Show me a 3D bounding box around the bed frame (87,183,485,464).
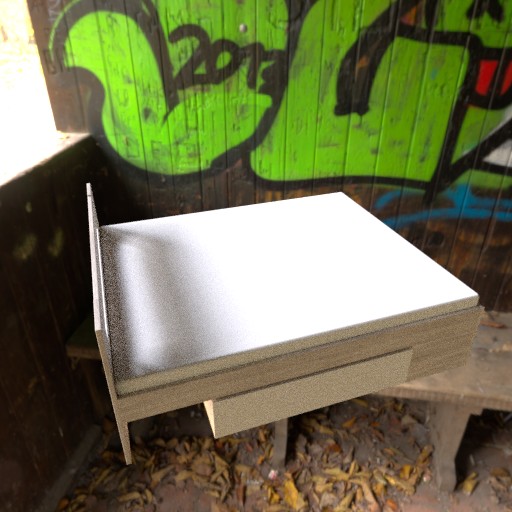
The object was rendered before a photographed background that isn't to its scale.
[{"bbox_3d":[0.000,0.000,3.078,2.050,0.860,2.040,-10,32,-16],"label":"bed frame"}]
